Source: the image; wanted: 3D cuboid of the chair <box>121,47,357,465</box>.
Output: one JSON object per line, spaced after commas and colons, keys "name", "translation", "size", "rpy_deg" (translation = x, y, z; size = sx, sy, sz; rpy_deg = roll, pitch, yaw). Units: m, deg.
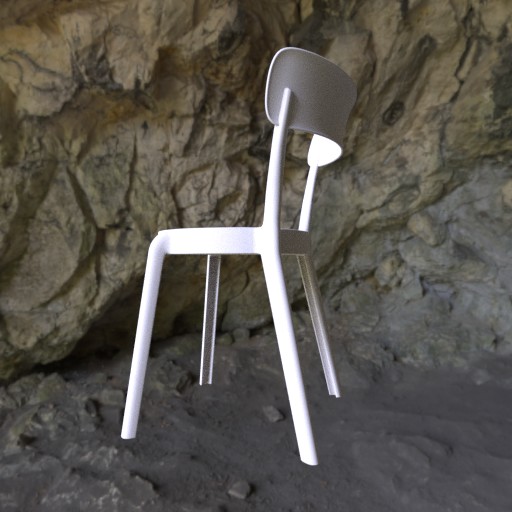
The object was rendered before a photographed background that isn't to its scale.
{"name": "chair", "translation": [0.000, 0.000, 1.107], "size": [0.491, 0.790, 0.506], "rpy_deg": [0, 0, 17]}
